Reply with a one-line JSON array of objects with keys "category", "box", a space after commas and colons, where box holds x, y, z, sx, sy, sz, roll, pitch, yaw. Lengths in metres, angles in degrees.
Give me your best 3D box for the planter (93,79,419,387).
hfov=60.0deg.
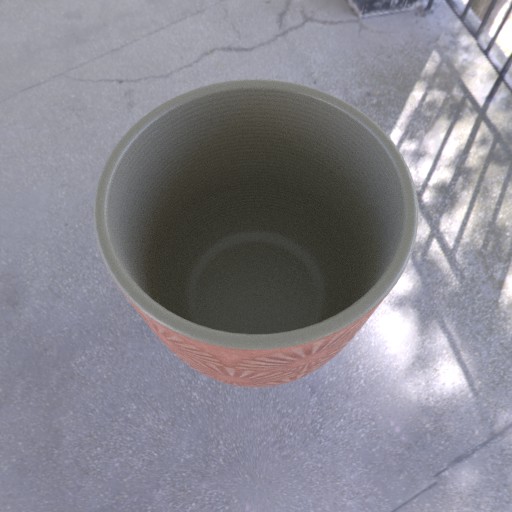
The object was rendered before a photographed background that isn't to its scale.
[{"category": "planter", "box": [0.000, 0.000, 0.218, 0.124, 0.109, 0.124, 0, 62, 0]}]
